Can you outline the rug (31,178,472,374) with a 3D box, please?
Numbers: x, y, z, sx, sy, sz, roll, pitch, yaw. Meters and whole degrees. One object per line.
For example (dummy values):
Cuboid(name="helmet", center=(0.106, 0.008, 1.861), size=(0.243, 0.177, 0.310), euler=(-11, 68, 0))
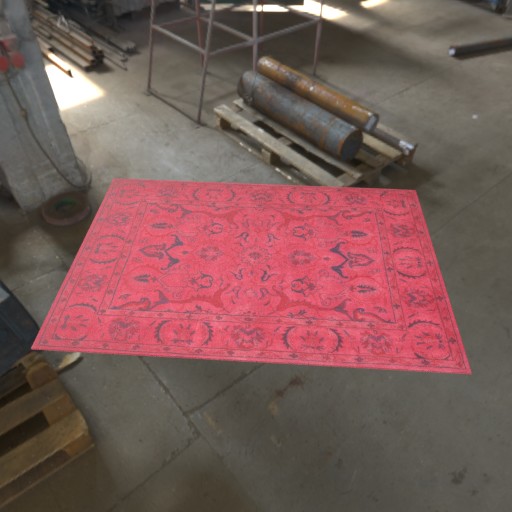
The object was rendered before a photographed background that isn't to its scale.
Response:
Cuboid(name="rug", center=(0.000, 0.000, 2.238), size=(1.814, 0.008, 1.209), euler=(3, 46, 3))
